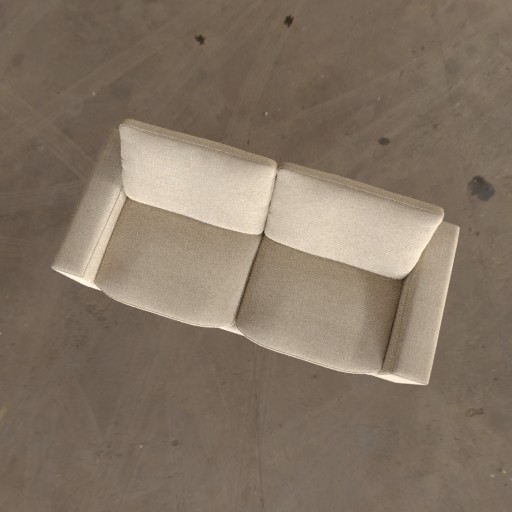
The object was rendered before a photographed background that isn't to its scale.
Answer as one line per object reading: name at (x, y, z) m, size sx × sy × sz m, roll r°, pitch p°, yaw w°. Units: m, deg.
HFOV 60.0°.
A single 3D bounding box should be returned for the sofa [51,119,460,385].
sofa at (0.000, 0.000, 2.764) m, size 2.299 × 0.922 × 1.040 m, roll 17°, pitch 76°, yaw 4°
